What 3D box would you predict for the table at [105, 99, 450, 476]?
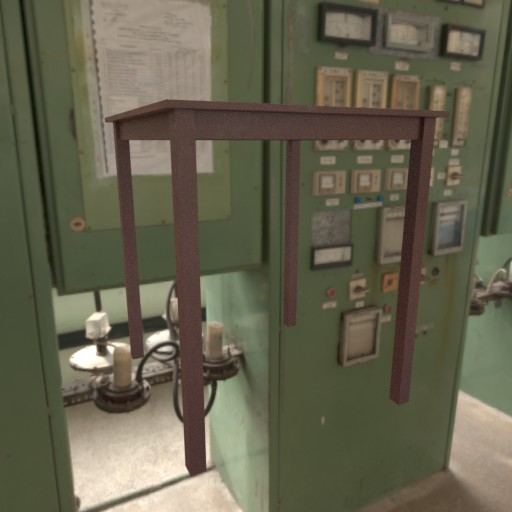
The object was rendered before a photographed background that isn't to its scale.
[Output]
[{"bbox_3d":[0.000,0.000,1.631,0.861,0.991,0.861,-7,16,-26],"label":"table"}]
